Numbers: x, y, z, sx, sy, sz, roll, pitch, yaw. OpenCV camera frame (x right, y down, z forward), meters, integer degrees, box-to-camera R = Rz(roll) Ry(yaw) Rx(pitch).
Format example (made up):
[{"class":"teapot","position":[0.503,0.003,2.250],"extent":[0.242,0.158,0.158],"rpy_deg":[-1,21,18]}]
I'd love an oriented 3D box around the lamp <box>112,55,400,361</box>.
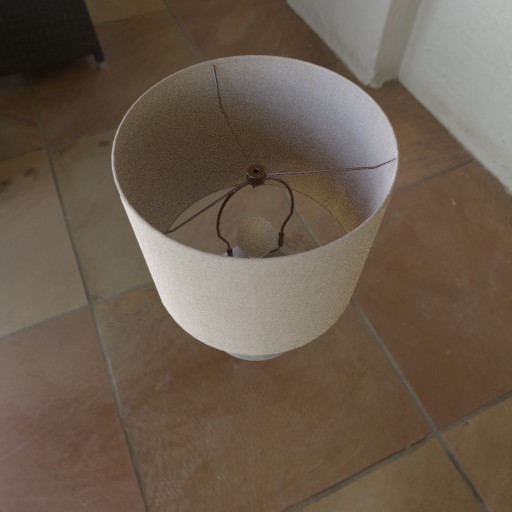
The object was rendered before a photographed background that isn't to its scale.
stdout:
[{"class":"lamp","position":[0.000,0.000,0.590],"extent":[0.269,0.409,0.269],"rpy_deg":[-18,59,-11]}]
